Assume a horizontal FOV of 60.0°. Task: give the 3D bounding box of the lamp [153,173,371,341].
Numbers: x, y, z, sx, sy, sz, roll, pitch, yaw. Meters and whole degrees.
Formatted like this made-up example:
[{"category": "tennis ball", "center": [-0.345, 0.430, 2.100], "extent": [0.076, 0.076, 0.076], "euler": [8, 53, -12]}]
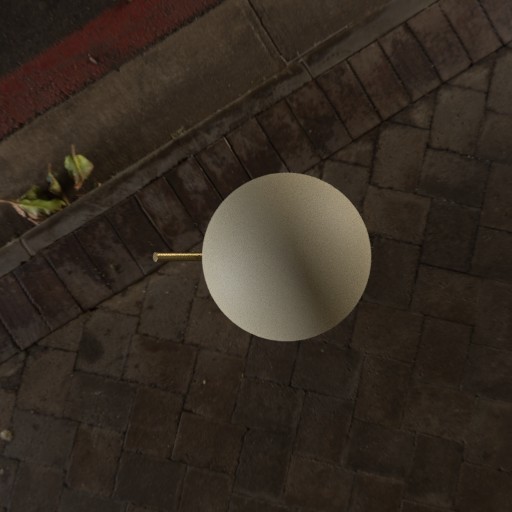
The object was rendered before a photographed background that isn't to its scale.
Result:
[{"category": "lamp", "center": [0.000, 0.000, 0.681], "extent": [0.251, 0.552, 0.210], "euler": [0, 90, 0]}]
